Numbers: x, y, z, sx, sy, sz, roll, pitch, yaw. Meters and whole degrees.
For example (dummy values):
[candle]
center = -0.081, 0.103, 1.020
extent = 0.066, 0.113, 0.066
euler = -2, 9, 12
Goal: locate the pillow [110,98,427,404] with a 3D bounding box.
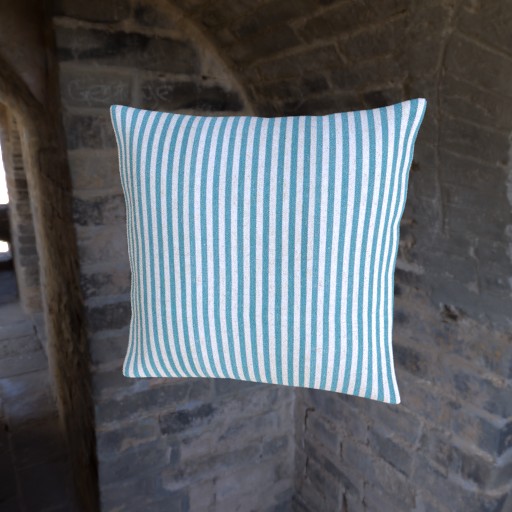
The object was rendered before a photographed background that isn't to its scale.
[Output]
[pillow]
center = 0.000, 0.000, 0.770
extent = 0.523, 0.510, 0.166
euler = 2, 13, 10
